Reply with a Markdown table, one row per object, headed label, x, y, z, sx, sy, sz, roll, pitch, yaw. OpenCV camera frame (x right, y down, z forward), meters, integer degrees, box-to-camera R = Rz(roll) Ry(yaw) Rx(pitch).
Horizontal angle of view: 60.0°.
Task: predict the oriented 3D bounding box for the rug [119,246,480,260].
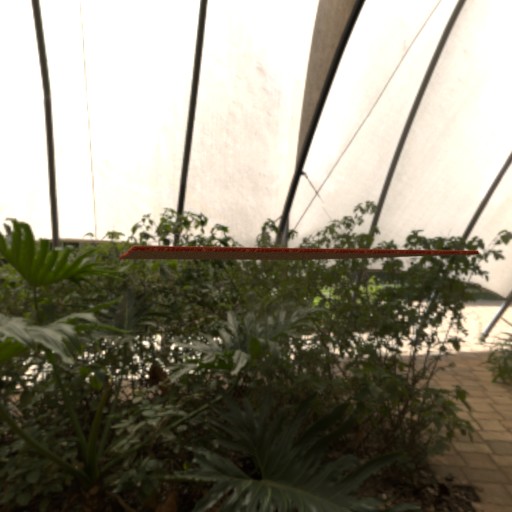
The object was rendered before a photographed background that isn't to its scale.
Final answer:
| label | x | y | z | sx | sy | sz | roll | pitch | yaw |
| --- | --- | --- | --- | --- | --- | --- | --- | --- | --- |
| rug | 0.000 | 0.000 | 4.061 | 2.340 | 0.028 | 2.905 | 0 | -1 | -18 |
